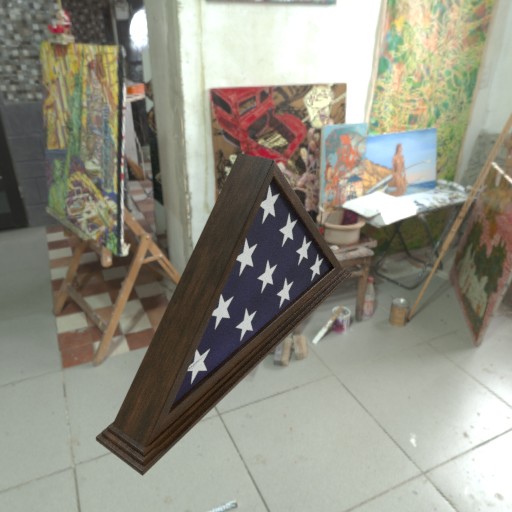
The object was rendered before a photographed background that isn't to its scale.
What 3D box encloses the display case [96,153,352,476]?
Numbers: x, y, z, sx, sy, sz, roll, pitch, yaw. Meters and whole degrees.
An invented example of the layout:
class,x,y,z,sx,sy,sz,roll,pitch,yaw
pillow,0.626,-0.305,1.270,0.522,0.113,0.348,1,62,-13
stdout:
class,x,y,z,sx,sy,sz,roll,pitch,yaw
display case,0.000,0.000,0.749,0.095,0.340,0.640,18,32,31
